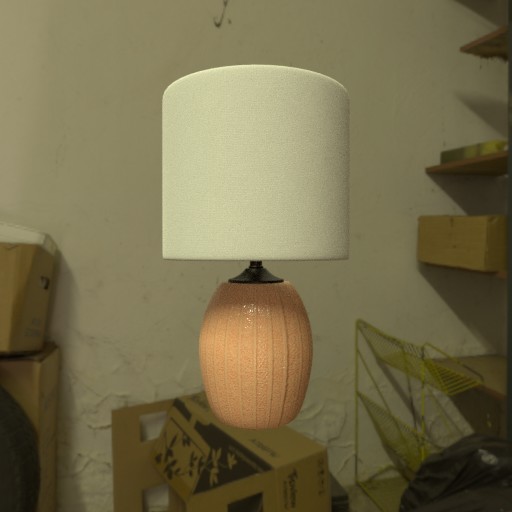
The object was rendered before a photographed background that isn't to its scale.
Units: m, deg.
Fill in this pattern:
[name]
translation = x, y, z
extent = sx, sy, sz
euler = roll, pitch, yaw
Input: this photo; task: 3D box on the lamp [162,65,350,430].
[lamp]
translation = 0.000, 0.000, 0.797
extent = 0.329, 0.570, 0.329
euler = 0, 0, 0
